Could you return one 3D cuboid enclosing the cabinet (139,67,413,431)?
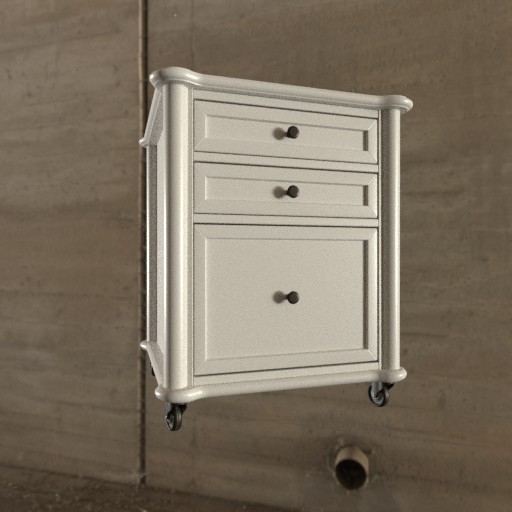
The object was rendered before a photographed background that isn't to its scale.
[{"bbox_3d":[0.000,0.000,1.261,0.628,0.761,0.627,0,0,-17],"label":"cabinet"}]
